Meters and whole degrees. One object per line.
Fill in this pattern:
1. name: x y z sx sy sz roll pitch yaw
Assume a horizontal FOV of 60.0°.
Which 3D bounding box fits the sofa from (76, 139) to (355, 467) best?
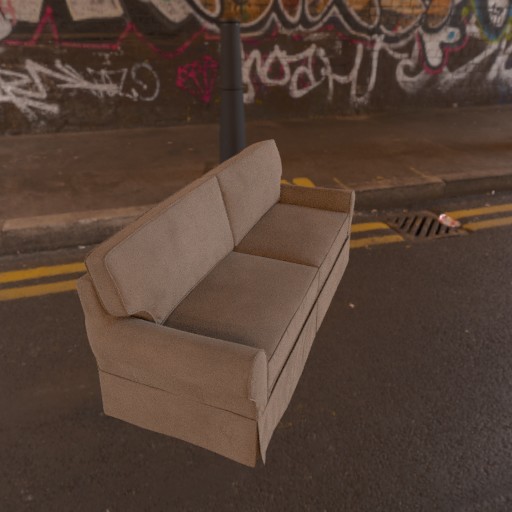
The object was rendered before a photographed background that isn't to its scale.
1. sofa: 0.000 0.000 2.813 0.900 1.014 2.246 11 31 19
